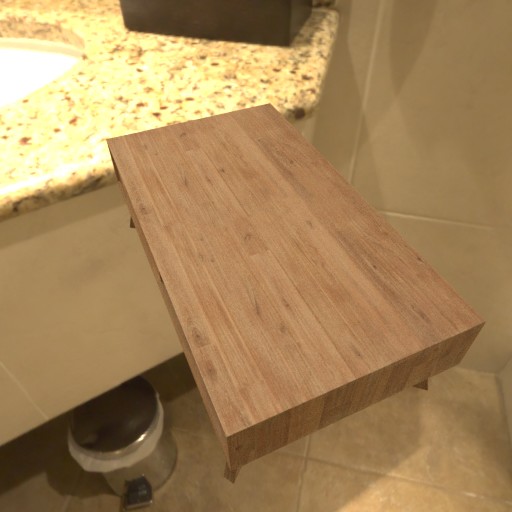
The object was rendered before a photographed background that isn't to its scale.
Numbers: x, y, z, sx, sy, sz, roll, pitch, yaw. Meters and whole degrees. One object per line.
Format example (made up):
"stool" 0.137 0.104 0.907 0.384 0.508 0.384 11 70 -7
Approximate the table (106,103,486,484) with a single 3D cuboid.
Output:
"table" 0.000 0.000 2.010 0.918 0.531 1.619 -18 49 -17
